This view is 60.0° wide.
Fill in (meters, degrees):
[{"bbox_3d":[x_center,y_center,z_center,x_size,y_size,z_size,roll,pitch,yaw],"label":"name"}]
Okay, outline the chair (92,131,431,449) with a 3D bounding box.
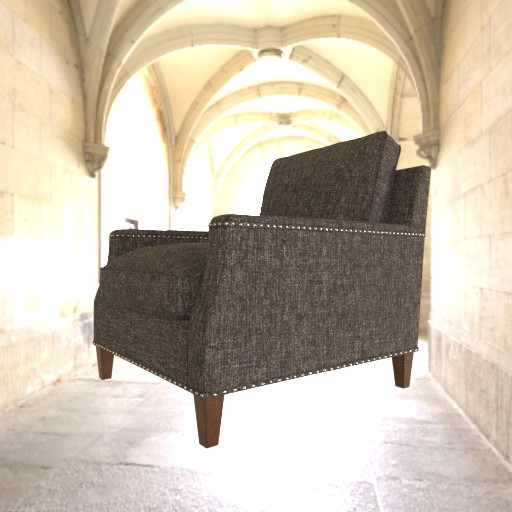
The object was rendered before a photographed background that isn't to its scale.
[{"bbox_3d":[0.000,0.000,1.675,1.014,0.943,0.853,0,0,-37],"label":"chair"}]
